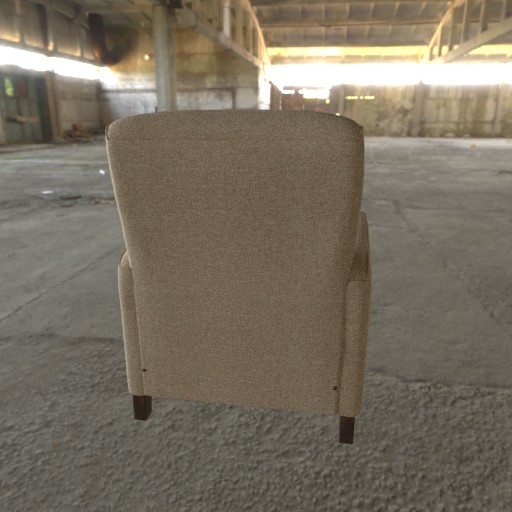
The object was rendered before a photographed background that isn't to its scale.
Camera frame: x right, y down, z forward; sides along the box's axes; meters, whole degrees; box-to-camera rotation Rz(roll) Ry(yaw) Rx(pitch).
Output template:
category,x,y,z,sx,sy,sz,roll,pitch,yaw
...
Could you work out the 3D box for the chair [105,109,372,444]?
category,x,y,z,sx,sy,sz,roll,pitch,yaw
chair,0.000,0.000,1.655,0.841,1.028,0.858,3,18,9
